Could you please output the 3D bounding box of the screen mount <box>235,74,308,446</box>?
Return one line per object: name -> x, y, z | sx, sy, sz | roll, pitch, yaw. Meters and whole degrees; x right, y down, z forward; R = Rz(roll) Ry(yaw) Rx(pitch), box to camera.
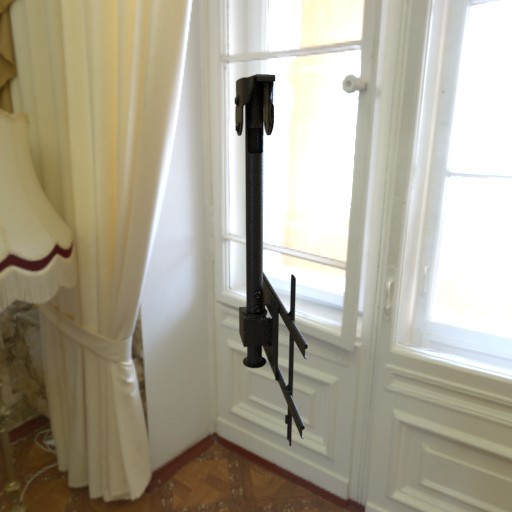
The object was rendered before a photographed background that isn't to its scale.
screen mount -> 0.000, 0.000, 1.047 | 0.090, 0.775, 0.595 | -3, 17, -10
